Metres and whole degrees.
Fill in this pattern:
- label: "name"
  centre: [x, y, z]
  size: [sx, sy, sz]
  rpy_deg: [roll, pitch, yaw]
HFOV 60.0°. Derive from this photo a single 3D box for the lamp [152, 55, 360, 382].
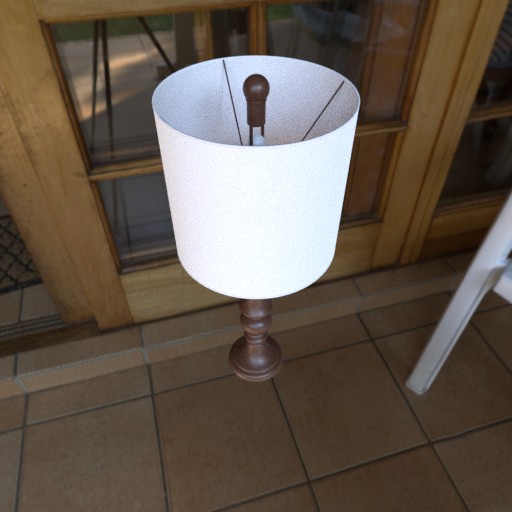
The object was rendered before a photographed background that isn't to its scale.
- label: "lamp"
  centre: [0.000, 0.000, 0.732]
  size: [0.250, 0.597, 0.250]
  rpy_deg: [-16, 46, -16]
